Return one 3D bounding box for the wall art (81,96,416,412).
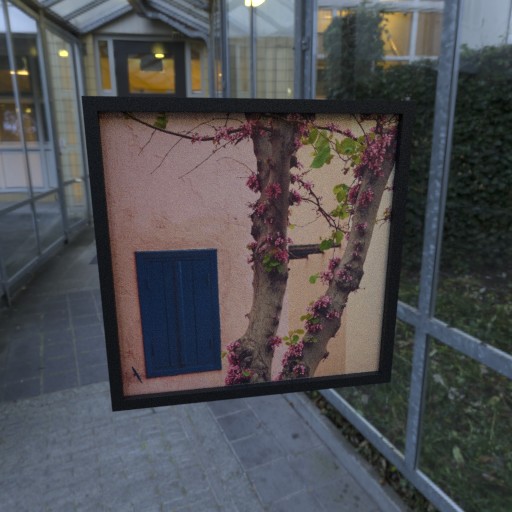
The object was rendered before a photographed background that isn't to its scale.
[{"bbox_3d":[0.000,0.000,0.456,0.305,0.304,0.038,-3,16,-10],"label":"wall art"}]
